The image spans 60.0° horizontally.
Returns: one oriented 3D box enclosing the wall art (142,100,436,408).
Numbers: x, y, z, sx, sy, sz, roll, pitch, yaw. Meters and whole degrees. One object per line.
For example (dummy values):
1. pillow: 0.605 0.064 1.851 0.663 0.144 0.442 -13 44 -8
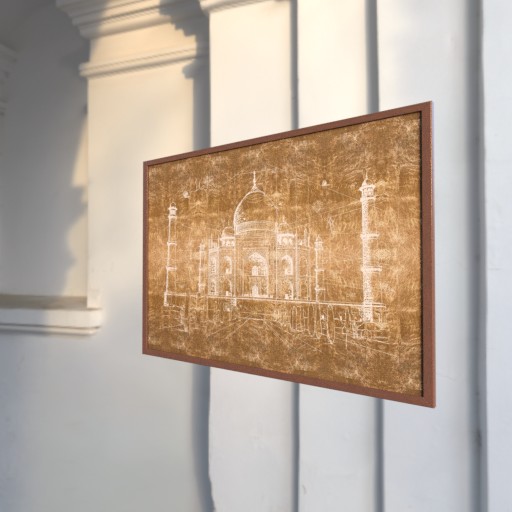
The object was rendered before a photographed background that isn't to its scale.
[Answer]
1. wall art: 0.000 0.000 0.856 0.660 0.455 0.014 -1 -1 37
